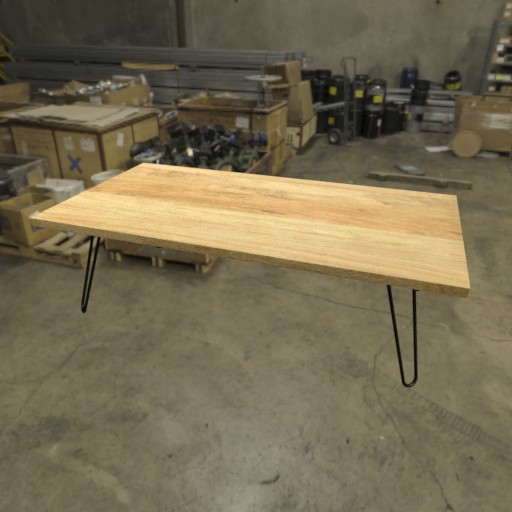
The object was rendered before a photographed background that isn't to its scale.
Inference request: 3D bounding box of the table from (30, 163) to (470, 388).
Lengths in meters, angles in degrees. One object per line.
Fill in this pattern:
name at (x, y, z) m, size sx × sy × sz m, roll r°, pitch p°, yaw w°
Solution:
table at (0.000, 0.000, 1.658) m, size 1.348 × 0.400 × 0.699 m, roll 9°, pitch 29°, yaw 17°
